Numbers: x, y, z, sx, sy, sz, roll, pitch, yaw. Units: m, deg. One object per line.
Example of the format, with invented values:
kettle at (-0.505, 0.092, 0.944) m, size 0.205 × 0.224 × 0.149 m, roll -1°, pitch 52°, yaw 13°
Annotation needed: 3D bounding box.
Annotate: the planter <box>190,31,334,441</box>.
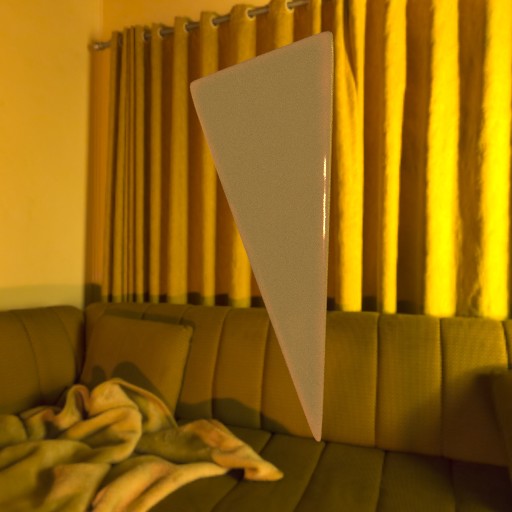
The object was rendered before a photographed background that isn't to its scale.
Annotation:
planter at (0.000, 0.000, 0.214) m, size 0.064 × 0.178 × 0.080 m, roll 0°, pitch -1°, yaw 0°
